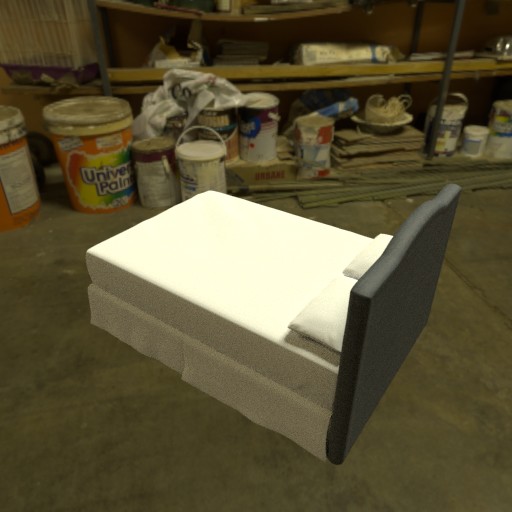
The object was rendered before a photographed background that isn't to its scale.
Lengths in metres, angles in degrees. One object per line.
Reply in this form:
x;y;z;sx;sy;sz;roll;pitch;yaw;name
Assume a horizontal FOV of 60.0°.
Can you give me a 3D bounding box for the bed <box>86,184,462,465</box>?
0.000;0.000;3.602;2.507;1.441;1.747;21;37;30;bed
